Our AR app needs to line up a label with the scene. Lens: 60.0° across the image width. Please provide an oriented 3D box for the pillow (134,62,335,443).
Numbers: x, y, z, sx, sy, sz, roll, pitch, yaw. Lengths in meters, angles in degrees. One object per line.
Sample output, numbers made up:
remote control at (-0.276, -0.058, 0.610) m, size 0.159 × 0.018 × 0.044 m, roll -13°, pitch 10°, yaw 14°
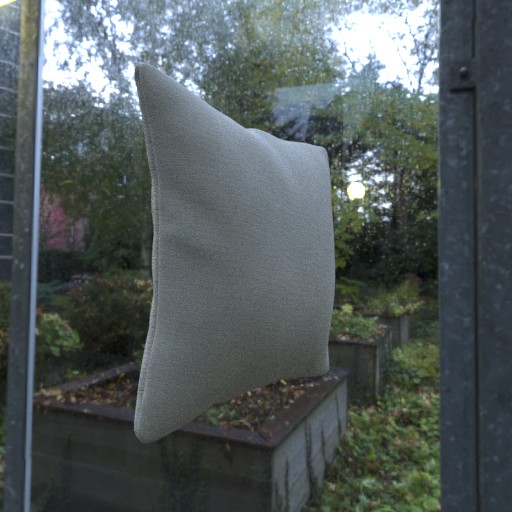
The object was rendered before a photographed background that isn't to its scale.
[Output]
pillow at (0.000, 0.000, 0.653) m, size 0.162 × 0.420 × 0.437 m, roll -2°, pitch -3°, yaw 37°
